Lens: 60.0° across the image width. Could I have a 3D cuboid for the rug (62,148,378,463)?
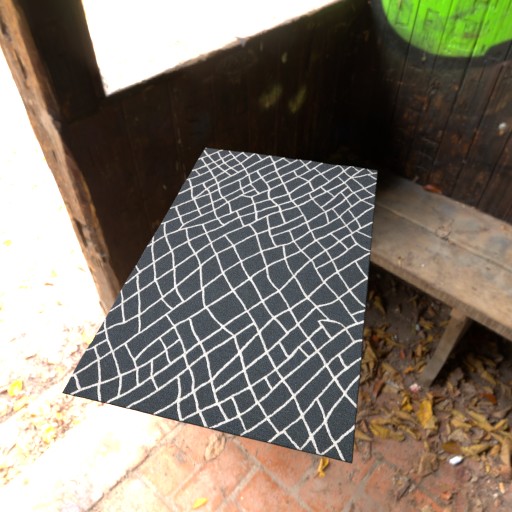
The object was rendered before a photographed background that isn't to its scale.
[{"bbox_3d":[0.000,0.000,3.047,1.529,0.017,2.448,10,47,9],"label":"rug"}]
